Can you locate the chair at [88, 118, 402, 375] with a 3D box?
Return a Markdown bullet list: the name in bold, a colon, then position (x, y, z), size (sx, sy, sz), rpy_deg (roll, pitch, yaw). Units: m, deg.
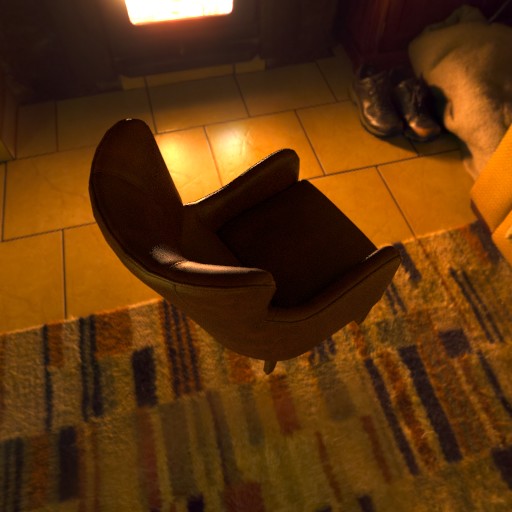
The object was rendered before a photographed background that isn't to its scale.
- **chair**: position (0.000, 0.000, 1.648), size (0.914, 1.048, 0.692), rpy_deg (-30, 62, -18)
